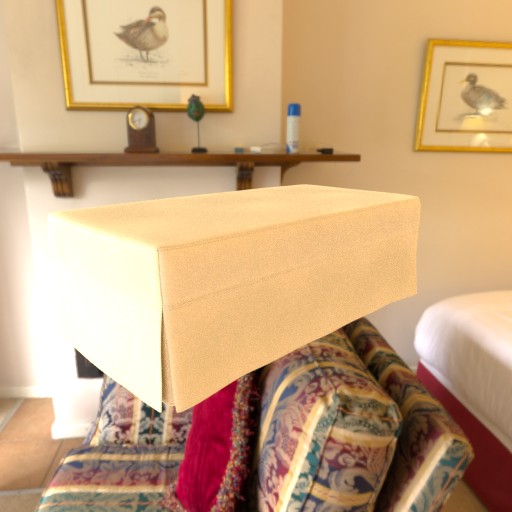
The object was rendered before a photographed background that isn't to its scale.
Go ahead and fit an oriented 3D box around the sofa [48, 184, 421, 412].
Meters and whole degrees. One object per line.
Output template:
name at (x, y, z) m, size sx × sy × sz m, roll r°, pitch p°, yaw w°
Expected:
sofa at (0.000, 0.000, 2.157) m, size 1.677 × 0.552 × 0.939 m, roll -14°, pitch 20°, yaw -42°
